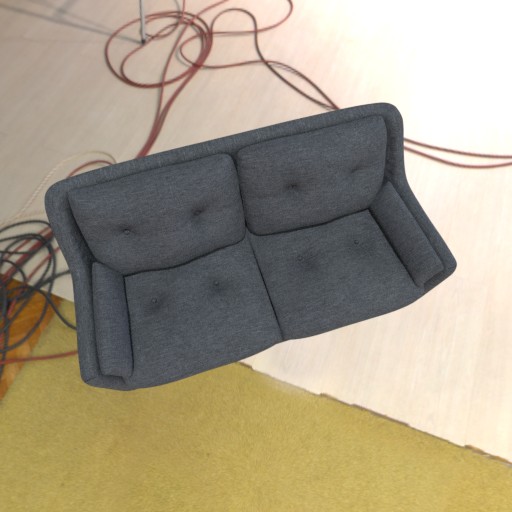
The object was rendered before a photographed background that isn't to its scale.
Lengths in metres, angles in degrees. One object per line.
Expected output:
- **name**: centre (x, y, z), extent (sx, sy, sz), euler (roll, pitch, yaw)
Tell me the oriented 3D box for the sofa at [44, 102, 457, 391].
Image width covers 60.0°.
- **sofa**: centre (0.000, 0.000, 2.403), extent (1.929, 0.896, 0.975), euler (-16, 64, -8)
